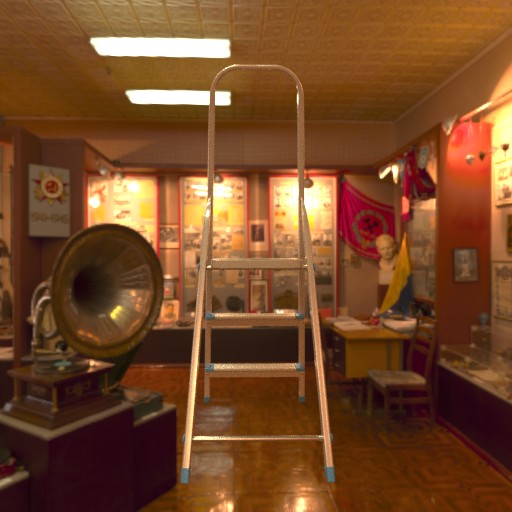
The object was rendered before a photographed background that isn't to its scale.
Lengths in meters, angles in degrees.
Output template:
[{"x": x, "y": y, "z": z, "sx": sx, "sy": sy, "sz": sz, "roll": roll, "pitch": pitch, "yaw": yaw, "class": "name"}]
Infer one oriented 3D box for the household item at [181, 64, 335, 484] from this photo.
[{"x": 0.000, "y": 0.000, "z": 1.529, "sx": 0.420, "sy": 1.215, "sz": 0.687, "roll": 0, "pitch": 0, "yaw": -1, "class": "household item"}]
